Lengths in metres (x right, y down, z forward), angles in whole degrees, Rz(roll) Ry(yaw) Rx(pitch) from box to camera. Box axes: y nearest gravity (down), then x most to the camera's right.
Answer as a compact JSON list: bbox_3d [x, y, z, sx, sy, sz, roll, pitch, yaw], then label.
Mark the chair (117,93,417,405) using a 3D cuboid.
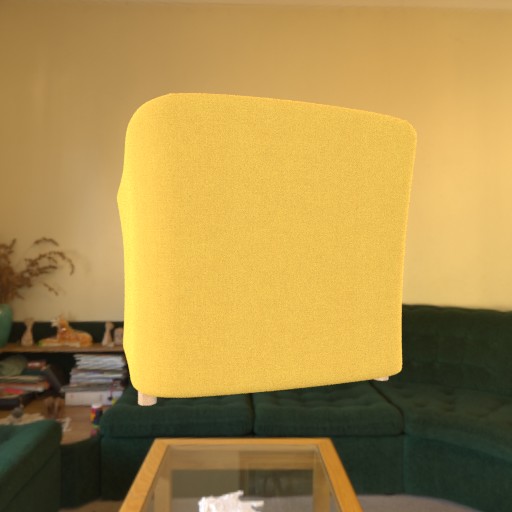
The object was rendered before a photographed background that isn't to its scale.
[{"bbox_3d":[0.000,0.000,1.341,0.790,0.720,0.700,0,0,-19],"label":"chair"}]
